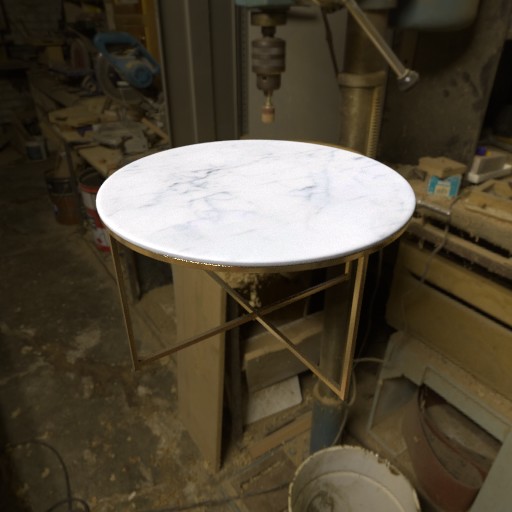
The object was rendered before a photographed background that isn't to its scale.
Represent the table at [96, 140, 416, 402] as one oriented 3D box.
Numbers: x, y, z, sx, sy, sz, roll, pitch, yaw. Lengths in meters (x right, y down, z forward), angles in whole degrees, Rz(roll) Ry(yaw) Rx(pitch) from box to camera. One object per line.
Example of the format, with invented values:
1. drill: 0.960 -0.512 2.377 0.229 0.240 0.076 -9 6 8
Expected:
1. table: 0.000 0.000 1.272 0.800 0.450 0.800 0 30 0
